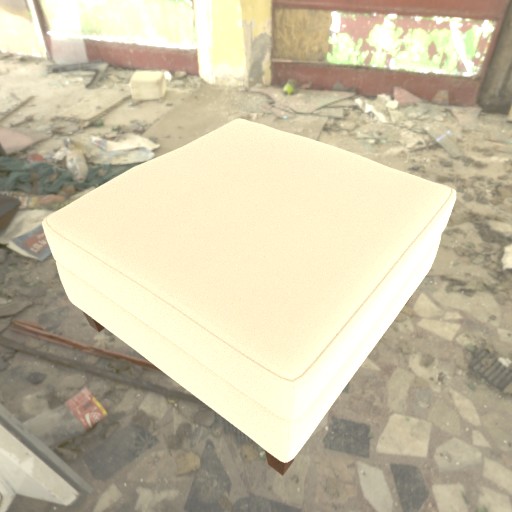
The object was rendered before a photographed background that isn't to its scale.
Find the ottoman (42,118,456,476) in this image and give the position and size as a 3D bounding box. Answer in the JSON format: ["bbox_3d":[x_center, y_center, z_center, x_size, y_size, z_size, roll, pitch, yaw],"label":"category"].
[{"bbox_3d":[0.000,0.000,1.326,0.838,0.479,0.838,27,47,28],"label":"ottoman"}]
